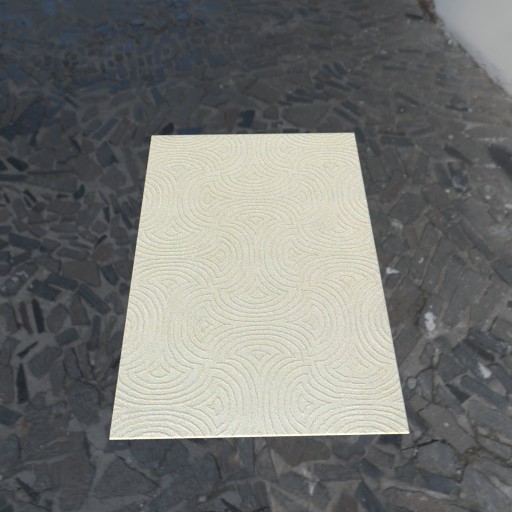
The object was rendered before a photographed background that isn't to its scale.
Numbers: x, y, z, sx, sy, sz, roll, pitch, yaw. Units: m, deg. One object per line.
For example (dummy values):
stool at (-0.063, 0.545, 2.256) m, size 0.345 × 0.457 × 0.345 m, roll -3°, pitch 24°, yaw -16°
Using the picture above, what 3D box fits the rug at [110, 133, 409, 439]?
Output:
rug at (0.000, 0.000, 2.796) m, size 1.526 × 0.015 × 2.132 m, roll -1°, pitch 59°, yaw -1°
